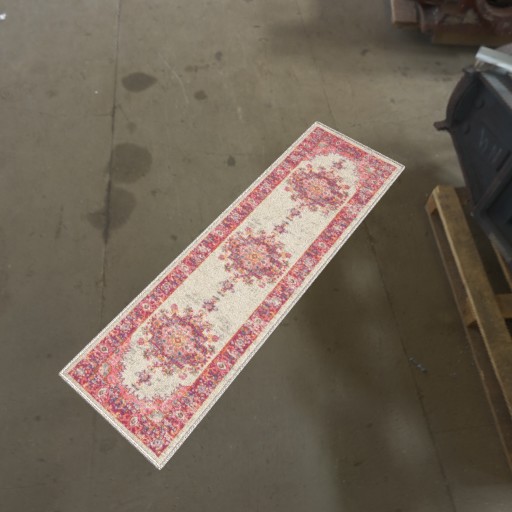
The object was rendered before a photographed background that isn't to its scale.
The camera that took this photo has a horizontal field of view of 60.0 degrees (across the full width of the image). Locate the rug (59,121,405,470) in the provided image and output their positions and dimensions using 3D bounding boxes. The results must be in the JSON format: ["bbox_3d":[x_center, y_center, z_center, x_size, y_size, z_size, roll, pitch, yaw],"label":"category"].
[{"bbox_3d":[0.000,0.000,2.031,0.562,0.009,1.824,34,64,19],"label":"rug"}]
